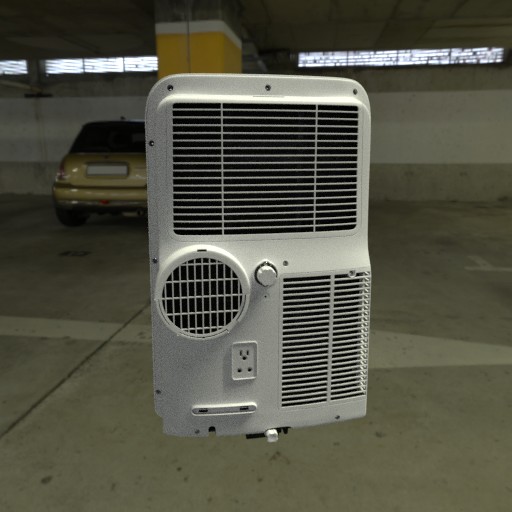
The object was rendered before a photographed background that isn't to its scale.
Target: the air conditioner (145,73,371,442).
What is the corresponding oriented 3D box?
[{"bbox_3d":[0.000,0.000,0.959,0.454,0.700,0.365,-2,14,-10],"label":"air conditioner"}]
